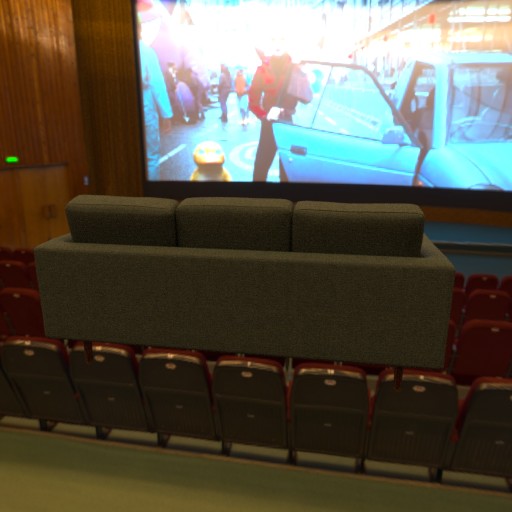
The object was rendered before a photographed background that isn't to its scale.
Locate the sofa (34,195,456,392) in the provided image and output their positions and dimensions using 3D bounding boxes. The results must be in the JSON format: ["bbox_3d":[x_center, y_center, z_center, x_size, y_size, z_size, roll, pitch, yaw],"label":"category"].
[{"bbox_3d":[0.000,0.000,2.946,2.055,0.957,1.667,3,16,9],"label":"sofa"}]
